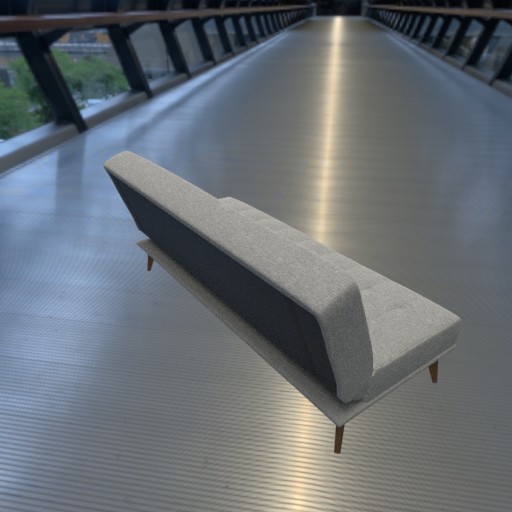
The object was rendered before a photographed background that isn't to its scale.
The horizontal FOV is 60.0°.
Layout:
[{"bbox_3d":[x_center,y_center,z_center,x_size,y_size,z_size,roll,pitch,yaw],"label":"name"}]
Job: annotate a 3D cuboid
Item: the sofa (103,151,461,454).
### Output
[{"bbox_3d":[0.000,0.000,2.259,0.860,0.810,1.800,-19,34,-31],"label":"sofa"}]
